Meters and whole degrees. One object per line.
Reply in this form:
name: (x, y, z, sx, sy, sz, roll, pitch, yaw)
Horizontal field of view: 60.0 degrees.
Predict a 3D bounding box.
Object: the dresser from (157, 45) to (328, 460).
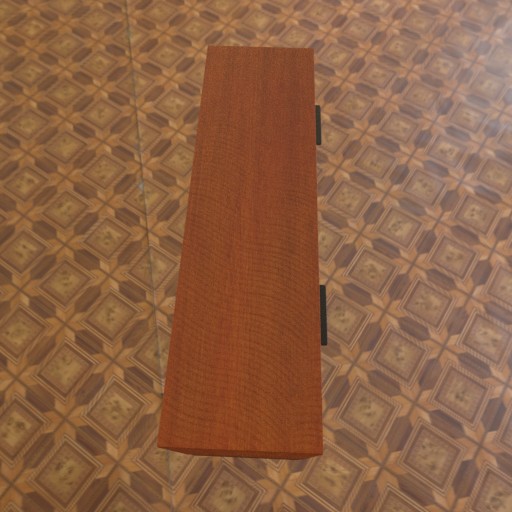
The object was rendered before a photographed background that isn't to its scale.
dresser: (0.000, 0.000, 1.867, 0.464, 0.810, 1.536, 2, 64, 1)
